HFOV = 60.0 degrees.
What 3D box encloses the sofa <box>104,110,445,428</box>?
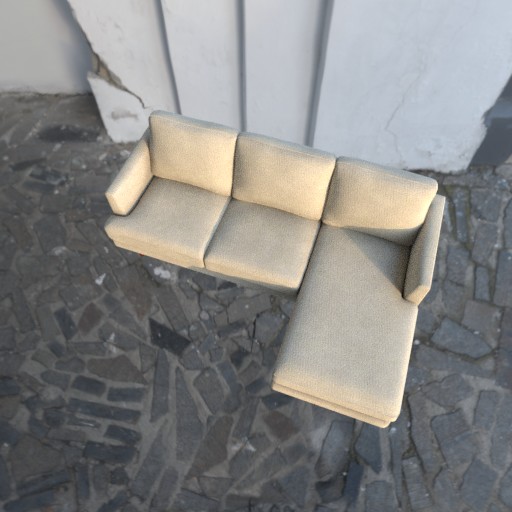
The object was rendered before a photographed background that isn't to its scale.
[{"bbox_3d":[0.000,0.000,3.032,2.233,0.956,1.504,17,61,10],"label":"sofa"}]
